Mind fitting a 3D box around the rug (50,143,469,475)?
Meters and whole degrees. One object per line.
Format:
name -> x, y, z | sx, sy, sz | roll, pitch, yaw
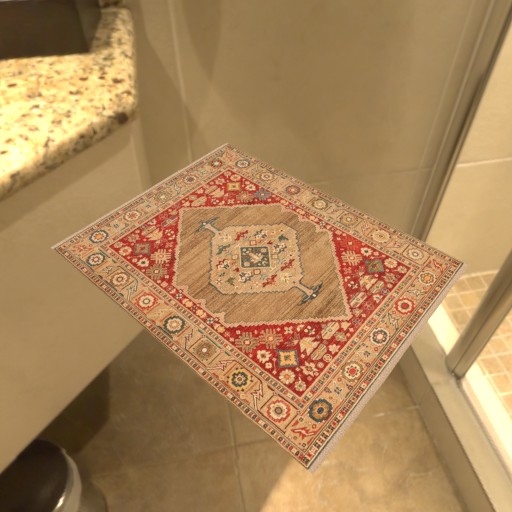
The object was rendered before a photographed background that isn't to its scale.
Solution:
rug -> 0.000, 0.000, 4.203 | 3.143, 0.008, 2.451 | 33, 55, 27
